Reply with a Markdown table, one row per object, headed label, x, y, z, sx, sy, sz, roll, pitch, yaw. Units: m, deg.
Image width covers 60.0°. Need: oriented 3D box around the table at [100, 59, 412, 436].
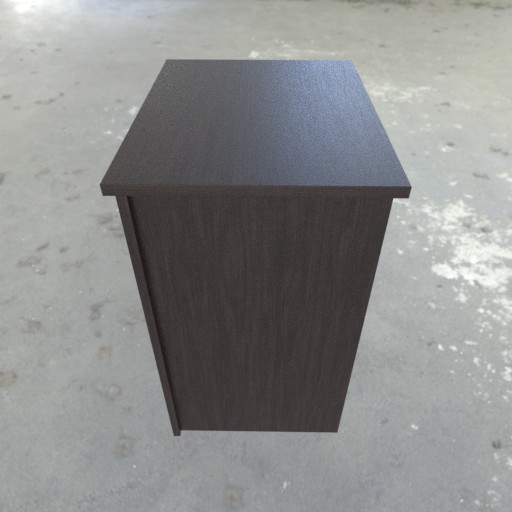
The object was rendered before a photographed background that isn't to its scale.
| label | x | y | z | sx | sy | sz | roll | pitch | yaw |
| --- | --- | --- | --- | --- | --- | --- | --- | --- | --- |
| table | 0.000 | 0.000 | 0.921 | 0.381 | 0.635 | 0.480 | 1 | 41 | 1 |
